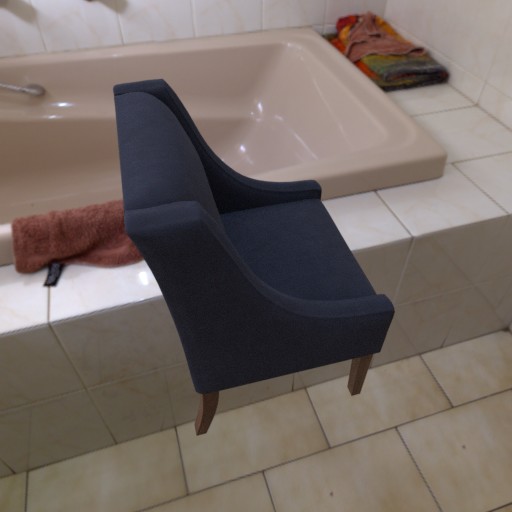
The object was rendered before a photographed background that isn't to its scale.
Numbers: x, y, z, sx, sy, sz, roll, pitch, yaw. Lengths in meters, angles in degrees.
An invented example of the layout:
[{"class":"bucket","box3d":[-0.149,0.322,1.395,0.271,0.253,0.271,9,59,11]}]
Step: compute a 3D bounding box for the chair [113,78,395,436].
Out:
[{"class":"chair","box3d":[0.000,0.000,1.335,0.629,0.895,0.629,-11,46,-10]}]
